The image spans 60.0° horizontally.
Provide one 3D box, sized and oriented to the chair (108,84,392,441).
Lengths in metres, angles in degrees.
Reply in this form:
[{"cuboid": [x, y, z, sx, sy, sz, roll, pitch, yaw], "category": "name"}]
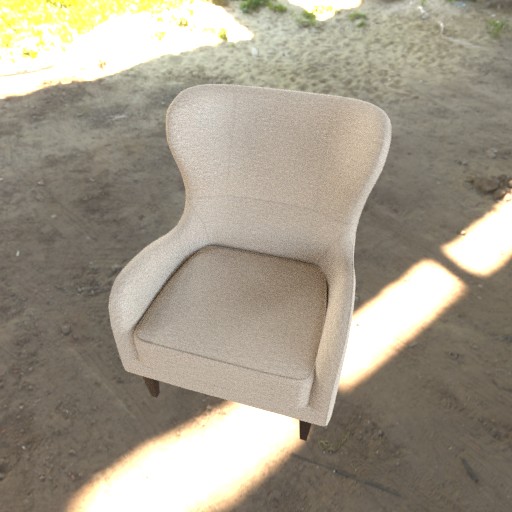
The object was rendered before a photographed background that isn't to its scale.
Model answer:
[{"cuboid": [0.000, 0.000, 1.804, 0.861, 1.064, 0.984, 11, 42, 13], "category": "chair"}]
